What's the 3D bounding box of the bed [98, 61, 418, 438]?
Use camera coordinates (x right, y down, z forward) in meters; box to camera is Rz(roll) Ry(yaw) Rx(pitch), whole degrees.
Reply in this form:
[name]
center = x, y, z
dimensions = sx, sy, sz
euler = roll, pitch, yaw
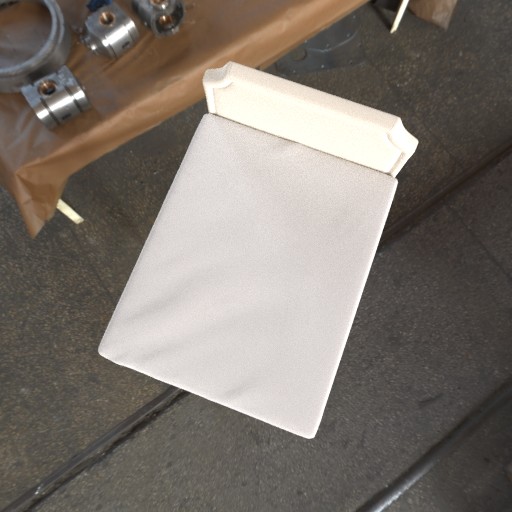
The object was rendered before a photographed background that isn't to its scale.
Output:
[bed]
center = 0.000, 0.000, 3.713
dimensions = 1.977, 1.293, 2.498
euler = 20, 77, 5
